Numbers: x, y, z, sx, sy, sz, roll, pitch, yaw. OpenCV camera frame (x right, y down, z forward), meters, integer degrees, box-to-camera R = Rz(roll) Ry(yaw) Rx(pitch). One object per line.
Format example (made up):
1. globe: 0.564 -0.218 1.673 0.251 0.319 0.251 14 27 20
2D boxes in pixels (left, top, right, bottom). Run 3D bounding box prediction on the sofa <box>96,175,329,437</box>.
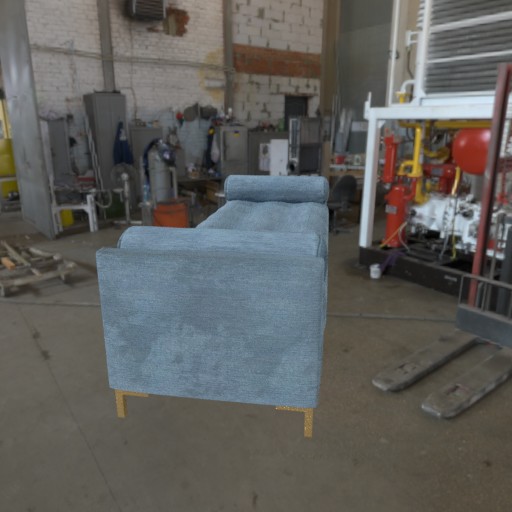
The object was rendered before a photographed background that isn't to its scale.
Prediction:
1. sofa: 0.000 0.000 2.498 0.796 0.705 2.102 3 17 9
